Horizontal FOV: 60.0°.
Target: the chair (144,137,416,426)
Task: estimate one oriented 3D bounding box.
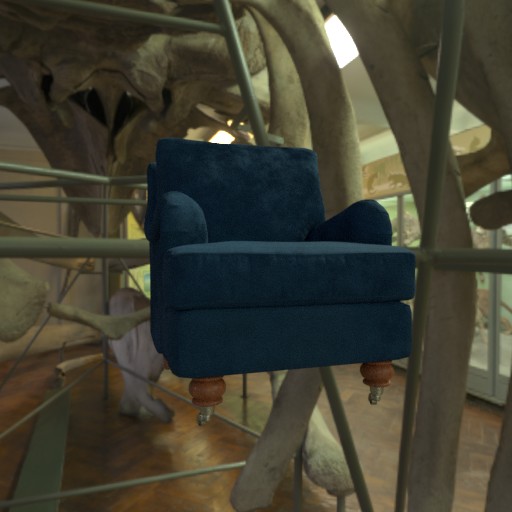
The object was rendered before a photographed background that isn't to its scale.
[{"bbox_3d":[0.000,0.000,1.900,0.895,1.076,1.078,0,1,-18],"label":"chair"}]
